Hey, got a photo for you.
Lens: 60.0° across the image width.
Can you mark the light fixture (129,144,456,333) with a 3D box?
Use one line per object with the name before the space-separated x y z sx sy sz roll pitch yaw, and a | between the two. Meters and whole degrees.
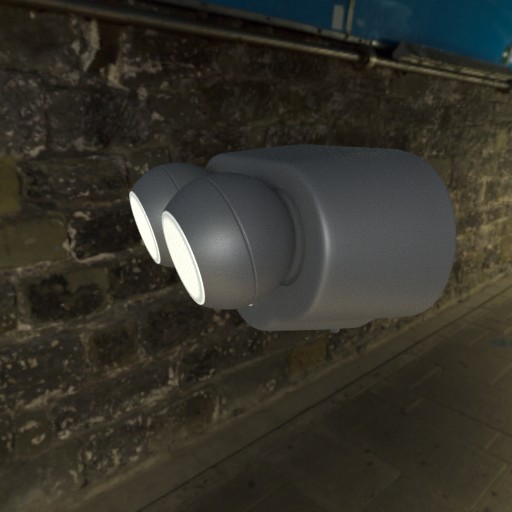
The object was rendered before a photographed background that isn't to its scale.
light fixture | 0.000 0.000 0.337 0.159 0.159 0.229 -8 18 -26
